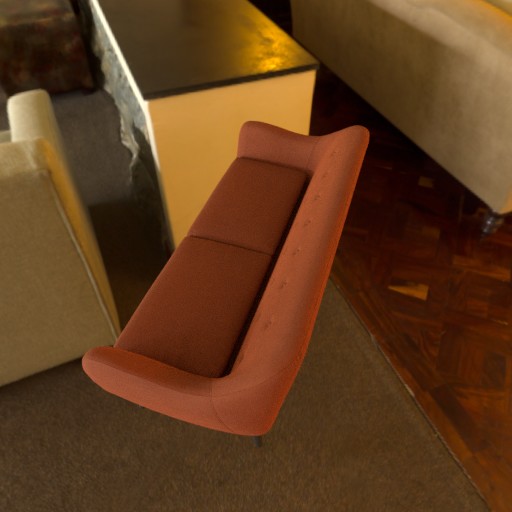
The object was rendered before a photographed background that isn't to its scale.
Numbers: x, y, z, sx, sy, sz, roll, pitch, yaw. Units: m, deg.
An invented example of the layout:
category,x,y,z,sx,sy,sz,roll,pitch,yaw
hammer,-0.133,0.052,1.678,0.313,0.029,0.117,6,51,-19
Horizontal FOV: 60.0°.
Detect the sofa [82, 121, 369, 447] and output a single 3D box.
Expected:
category,x,y,z,sx,sy,sz,roll,pitch,yaw
sofa,0.000,0.000,2.285,0.820,0.836,1.840,14,48,13
